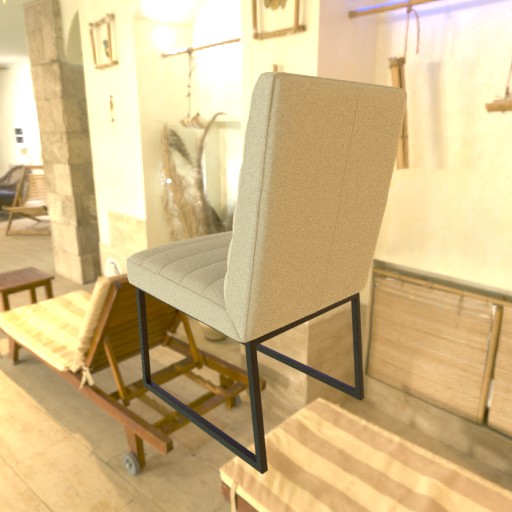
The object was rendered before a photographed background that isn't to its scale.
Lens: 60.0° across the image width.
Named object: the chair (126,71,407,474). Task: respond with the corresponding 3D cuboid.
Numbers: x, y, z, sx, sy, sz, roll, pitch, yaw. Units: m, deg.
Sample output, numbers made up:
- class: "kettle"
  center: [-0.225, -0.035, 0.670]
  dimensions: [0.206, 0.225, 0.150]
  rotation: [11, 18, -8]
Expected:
- class: "chair"
  center: [0.000, 0.000, 1.301]
  dimensions: [0.520, 0.930, 0.634]
  rotation: [-15, 22, -43]
